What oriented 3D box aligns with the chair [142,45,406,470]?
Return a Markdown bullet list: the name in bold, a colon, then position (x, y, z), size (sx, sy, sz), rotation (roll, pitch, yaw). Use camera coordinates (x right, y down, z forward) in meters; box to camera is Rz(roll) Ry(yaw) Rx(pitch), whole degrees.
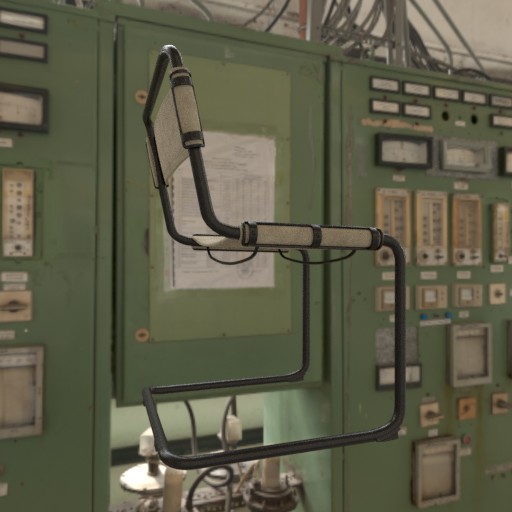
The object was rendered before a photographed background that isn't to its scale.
- **chair**: position (0.000, 0.000, 1.050), size (0.497, 0.747, 0.499), rotation (0, 0, -19)
